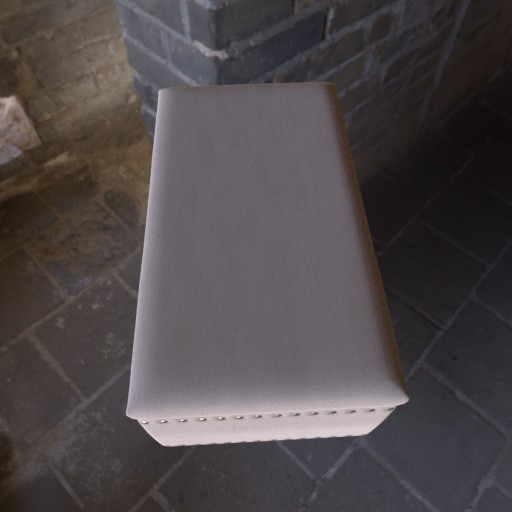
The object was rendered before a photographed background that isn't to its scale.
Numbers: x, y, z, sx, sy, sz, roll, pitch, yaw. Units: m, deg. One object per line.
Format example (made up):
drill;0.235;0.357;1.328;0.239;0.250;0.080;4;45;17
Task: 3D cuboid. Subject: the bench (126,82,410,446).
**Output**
bench;0.000;0.000;1.172;0.500;0.449;0.887;-3;57;-2
